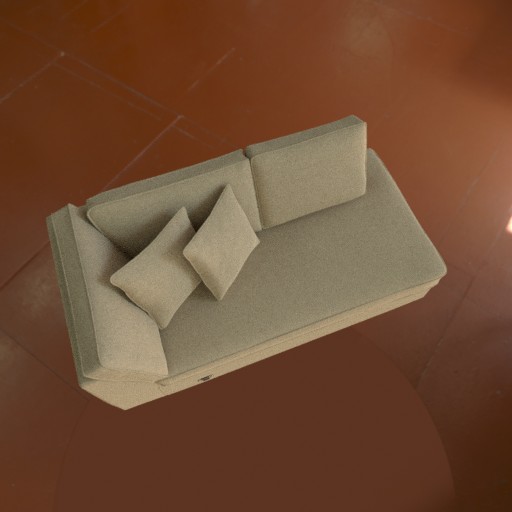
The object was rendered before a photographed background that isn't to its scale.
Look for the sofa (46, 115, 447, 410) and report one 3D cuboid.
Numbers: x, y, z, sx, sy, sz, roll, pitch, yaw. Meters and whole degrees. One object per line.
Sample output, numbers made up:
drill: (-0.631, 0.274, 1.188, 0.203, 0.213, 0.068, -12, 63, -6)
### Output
sofa: (0.000, 0.000, 2.816, 2.237, 1.033, 1.110, -19, 64, -10)
